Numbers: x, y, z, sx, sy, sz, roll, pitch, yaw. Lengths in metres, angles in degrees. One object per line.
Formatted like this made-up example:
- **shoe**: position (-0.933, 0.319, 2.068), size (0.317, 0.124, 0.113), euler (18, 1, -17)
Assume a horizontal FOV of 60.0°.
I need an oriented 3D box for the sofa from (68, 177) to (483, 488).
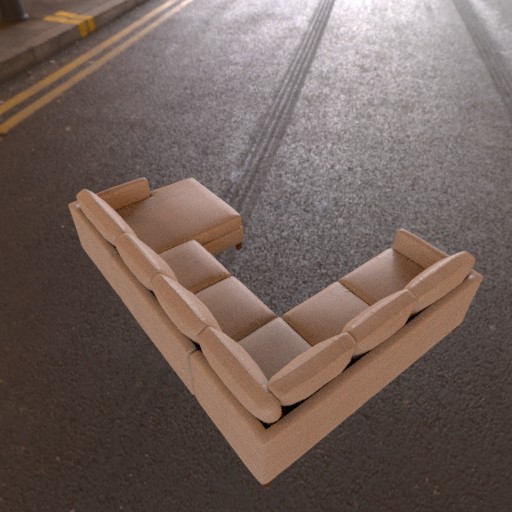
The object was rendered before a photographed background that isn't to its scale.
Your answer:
- **sofa**: position (0.000, 0.000, 4.581), size (2.594, 0.961, 3.460), euler (-27, 48, -27)
